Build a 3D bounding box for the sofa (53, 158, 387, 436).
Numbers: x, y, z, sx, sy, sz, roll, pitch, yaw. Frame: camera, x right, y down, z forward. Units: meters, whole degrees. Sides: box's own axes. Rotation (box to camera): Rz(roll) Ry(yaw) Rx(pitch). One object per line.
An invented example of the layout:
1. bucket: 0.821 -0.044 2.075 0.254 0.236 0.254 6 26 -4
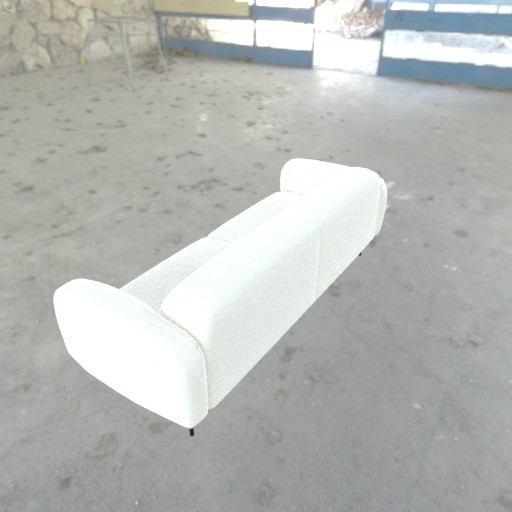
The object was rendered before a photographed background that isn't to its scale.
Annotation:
1. sofa: 0.000 0.000 2.749 0.870 0.780 2.280 20 37 29
